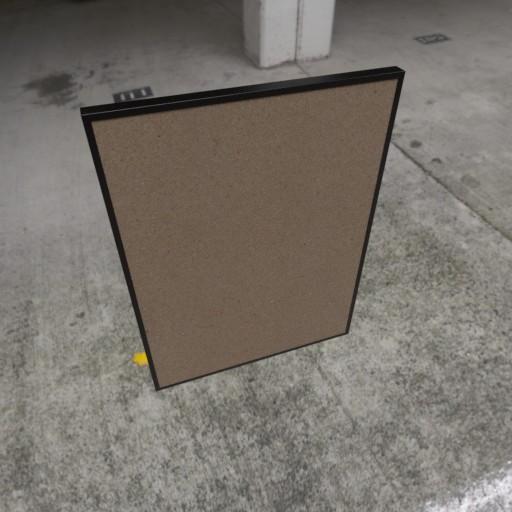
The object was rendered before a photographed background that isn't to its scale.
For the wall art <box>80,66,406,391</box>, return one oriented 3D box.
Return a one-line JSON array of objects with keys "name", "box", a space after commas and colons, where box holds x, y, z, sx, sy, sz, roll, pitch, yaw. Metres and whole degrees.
[{"name": "wall art", "box": [0.000, 0.000, 1.380, 0.788, 1.046, 0.043, -13, 43, -15]}]
